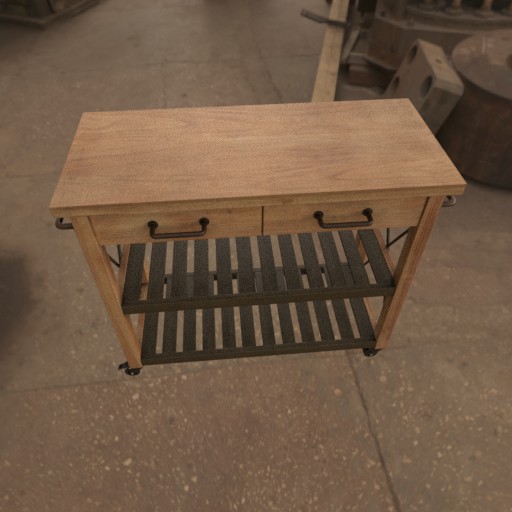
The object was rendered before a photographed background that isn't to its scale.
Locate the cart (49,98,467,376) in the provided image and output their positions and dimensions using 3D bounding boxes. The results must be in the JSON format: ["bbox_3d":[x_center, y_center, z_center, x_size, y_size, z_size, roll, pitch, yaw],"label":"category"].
[{"bbox_3d":[0.000,0.000,0.975,0.686,0.554,0.298,-4,46,-4],"label":"cart"}]
